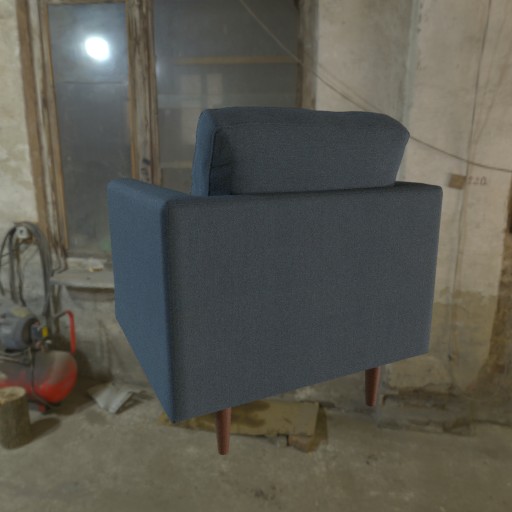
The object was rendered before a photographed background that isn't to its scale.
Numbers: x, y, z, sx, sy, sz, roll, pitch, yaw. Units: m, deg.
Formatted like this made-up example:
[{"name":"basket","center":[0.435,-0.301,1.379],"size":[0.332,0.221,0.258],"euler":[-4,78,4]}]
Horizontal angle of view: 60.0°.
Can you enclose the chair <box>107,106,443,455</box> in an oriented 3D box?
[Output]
[{"name":"chair","center":[0.000,0.000,1.514],"size":[0.855,0.922,0.820],"euler":[-7,15,-26]}]
